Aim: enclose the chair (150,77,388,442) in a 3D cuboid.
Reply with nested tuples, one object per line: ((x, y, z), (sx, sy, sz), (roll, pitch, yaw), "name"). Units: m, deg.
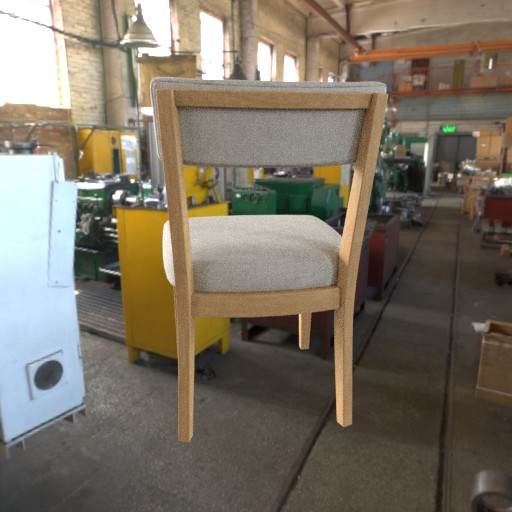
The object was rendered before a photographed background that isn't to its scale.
((0.000, 0.000, 1.195), (0.508, 0.832, 0.572), (-2, 14, -9), "chair")
